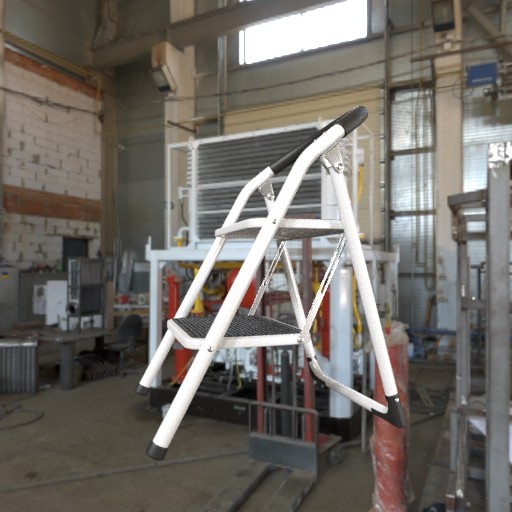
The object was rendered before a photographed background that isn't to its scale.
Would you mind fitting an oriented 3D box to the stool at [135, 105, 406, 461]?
[{"bbox_3d":[0.000,0.000,1.100,0.559,0.760,0.453,0,-1,-18],"label":"stool"}]
